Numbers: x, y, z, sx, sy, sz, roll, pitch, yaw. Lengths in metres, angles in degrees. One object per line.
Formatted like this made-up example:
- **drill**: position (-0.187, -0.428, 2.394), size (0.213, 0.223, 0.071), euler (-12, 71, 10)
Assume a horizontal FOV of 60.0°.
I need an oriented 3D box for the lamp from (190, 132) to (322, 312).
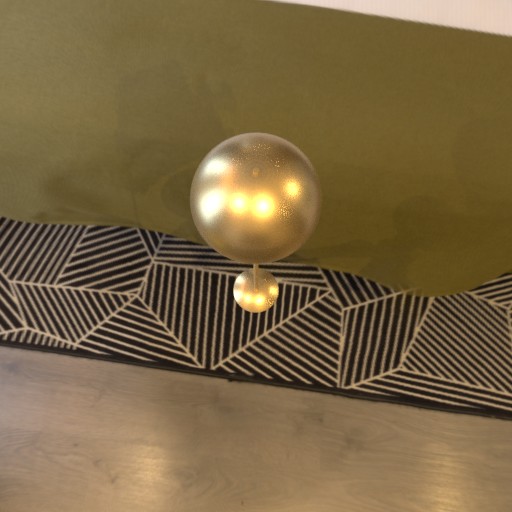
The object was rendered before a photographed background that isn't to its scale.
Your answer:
- **lamp**: position (0.000, 0.000, 1.661), size (0.328, 1.480, 0.328), euler (-22, 77, -6)
